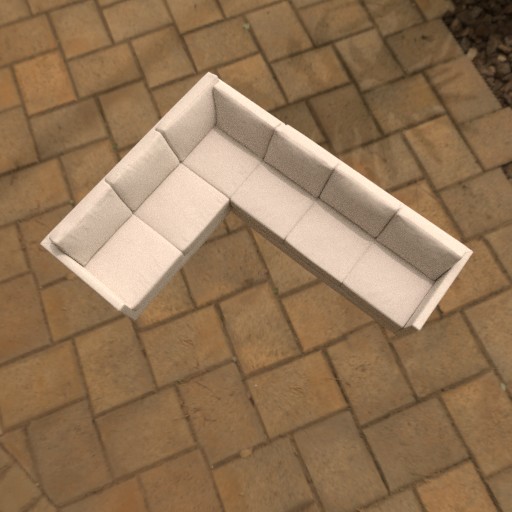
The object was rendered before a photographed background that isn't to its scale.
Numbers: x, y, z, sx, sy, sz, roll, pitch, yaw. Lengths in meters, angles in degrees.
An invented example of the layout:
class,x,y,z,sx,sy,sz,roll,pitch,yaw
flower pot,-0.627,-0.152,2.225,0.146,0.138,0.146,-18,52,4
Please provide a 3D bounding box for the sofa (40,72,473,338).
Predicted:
class,x,y,z,sx,sy,sz,roll,pitch,yaw
sofa,0.000,0.000,4.292,3.182,0.863,2.432,37,77,10
